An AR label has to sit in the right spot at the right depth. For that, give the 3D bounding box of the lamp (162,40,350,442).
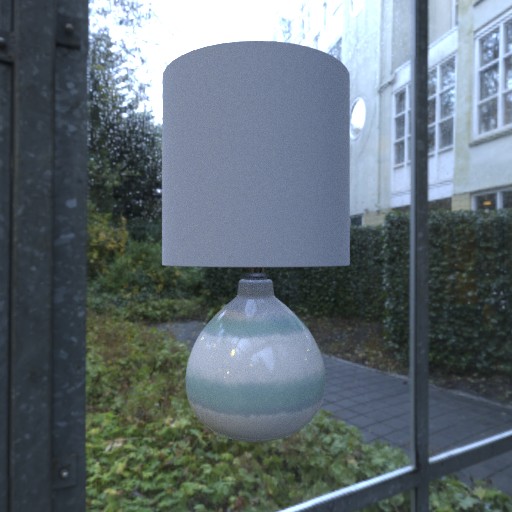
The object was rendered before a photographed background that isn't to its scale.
[{"bbox_3d":[0.000,0.000,0.522,0.217,0.404,0.217,0,0,-19],"label":"lamp"}]
